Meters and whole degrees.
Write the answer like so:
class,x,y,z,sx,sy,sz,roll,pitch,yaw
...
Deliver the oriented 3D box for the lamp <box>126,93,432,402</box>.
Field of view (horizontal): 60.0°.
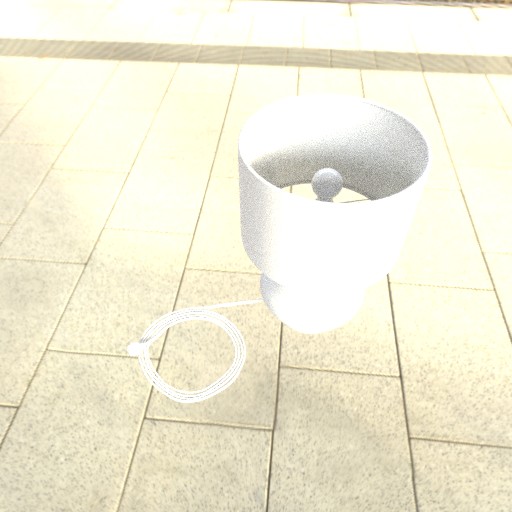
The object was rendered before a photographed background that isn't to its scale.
class,x,y,z,sx,sy,sz,roll,pitch,yaw
lamp,0.000,0.000,0.849,0.546,0.457,0.401,3,48,2
